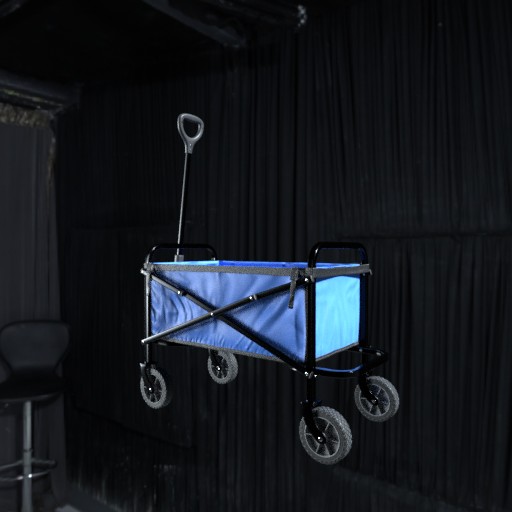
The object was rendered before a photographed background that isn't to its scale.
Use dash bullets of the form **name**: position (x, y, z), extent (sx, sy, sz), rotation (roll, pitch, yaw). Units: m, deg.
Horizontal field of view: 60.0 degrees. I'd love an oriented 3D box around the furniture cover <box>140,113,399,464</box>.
- **furniture cover**: position (0.000, 0.000, 1.834), extent (1.038, 1.295, 0.532), rotation (1, 1, 37)
